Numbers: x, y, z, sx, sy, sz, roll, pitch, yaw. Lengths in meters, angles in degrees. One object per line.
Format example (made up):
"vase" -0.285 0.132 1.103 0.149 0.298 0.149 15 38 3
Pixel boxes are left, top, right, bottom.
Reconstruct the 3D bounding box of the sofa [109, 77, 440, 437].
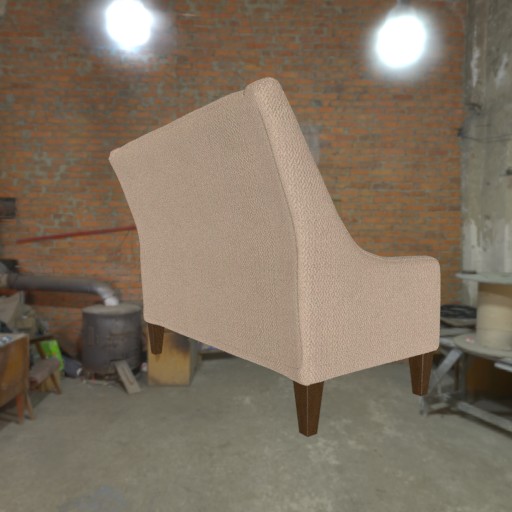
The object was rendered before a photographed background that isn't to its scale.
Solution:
"sofa" 0.000 0.000 1.900 0.870 1.022 1.242 -2 3 -36
